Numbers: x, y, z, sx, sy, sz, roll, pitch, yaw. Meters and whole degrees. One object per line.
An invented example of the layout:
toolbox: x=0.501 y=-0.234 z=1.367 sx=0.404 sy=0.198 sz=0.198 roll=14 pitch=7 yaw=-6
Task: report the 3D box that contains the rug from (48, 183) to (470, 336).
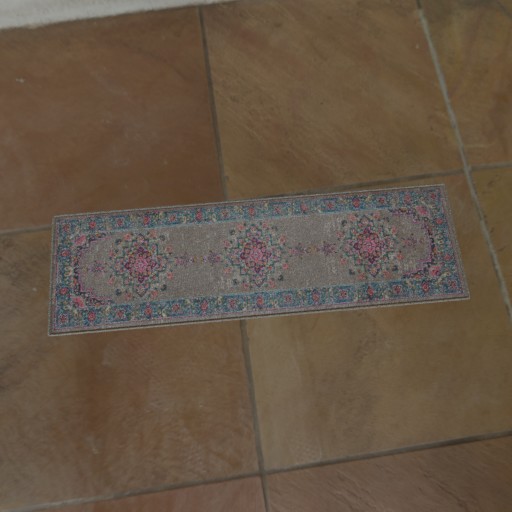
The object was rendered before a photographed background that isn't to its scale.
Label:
rug: x=0.000 y=0.000 z=1.981 sx=1.827 sy=0.012 sz=0.553 roll=-5 pitch=74 yaw=-1
